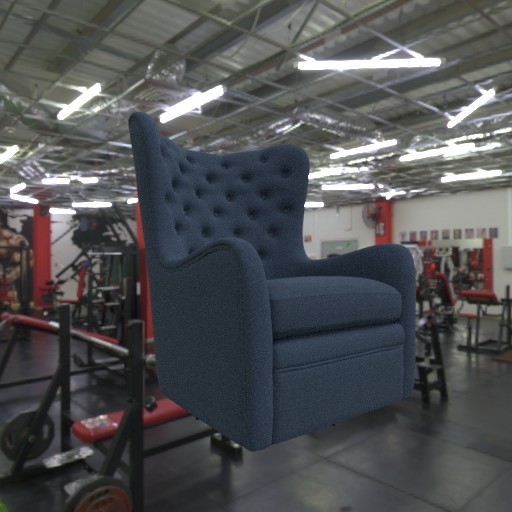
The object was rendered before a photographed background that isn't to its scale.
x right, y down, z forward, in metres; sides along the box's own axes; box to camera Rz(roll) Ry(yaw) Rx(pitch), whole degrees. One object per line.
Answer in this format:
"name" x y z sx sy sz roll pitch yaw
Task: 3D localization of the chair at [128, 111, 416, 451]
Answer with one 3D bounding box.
"chair" 0.000 0.000 1.724 0.831 1.079 0.930 0 0 -39
